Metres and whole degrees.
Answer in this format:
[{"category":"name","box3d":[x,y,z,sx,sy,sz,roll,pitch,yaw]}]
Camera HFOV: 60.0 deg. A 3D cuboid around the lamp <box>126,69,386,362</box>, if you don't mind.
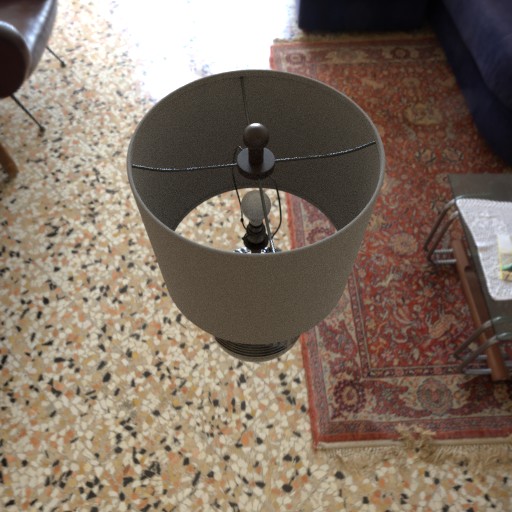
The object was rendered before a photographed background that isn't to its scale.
[{"category":"lamp","box3d":[0.000,0.000,0.759,0.318,0.567,0.318,0,58,0]}]
